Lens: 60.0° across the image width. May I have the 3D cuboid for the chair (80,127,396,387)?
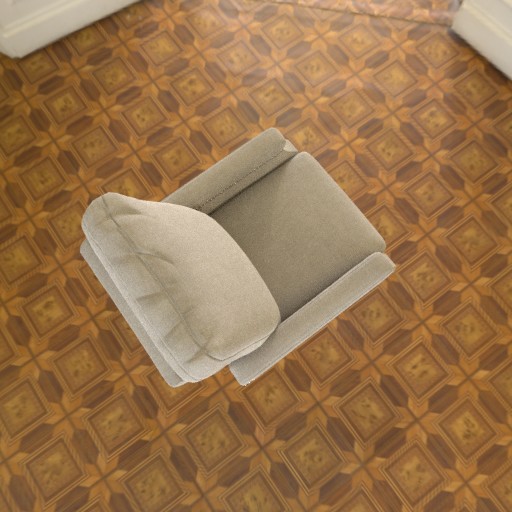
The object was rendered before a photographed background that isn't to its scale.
[{"bbox_3d":[0.000,0.000,1.655,0.922,1.049,0.710,-36,77,-9],"label":"chair"}]
